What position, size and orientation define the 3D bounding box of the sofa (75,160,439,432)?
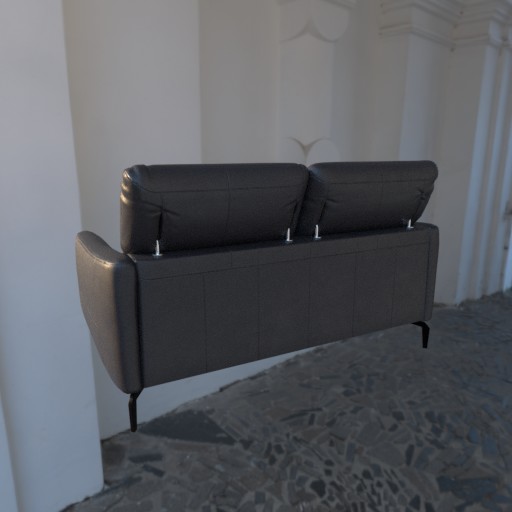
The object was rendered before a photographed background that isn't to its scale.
[{"bbox_3d":[0.000,0.000,2.171,1.596,0.920,0.958,-7,15,-27],"label":"sofa"}]
